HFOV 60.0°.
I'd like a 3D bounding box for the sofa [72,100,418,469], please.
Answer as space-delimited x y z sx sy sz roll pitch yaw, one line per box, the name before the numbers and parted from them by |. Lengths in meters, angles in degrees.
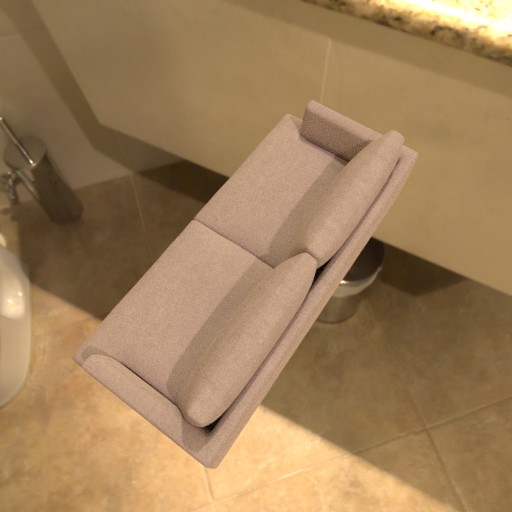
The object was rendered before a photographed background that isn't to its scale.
sofa | 0.000 0.000 2.768 1.020 0.868 2.250 32 68 15
